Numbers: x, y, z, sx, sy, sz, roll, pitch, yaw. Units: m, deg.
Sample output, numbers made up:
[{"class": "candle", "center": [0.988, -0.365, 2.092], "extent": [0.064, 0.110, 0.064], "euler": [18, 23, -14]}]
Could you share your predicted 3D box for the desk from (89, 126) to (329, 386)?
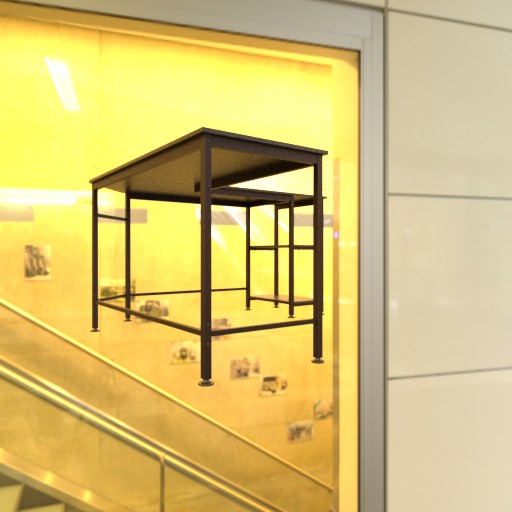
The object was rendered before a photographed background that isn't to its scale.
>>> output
[{"class": "desk", "center": [0.000, 0.000, 2.216], "extent": [1.379, 0.739, 1.379], "euler": [0, 0, -36]}]
